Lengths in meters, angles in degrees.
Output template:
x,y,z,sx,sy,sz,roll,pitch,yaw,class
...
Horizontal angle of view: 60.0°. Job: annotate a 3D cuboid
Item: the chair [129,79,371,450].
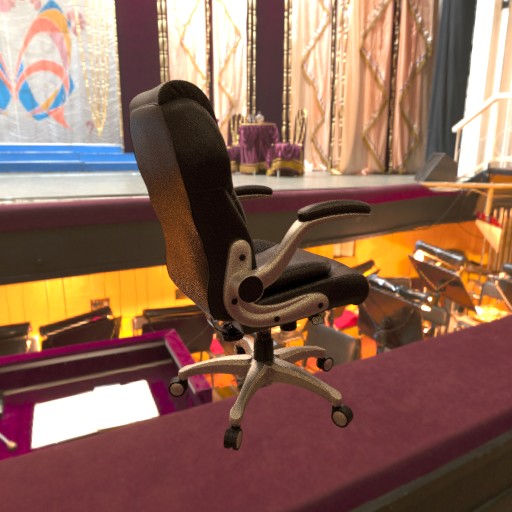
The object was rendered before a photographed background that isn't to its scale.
x,y,z,sx,sy,sz,roll,pitch,yaw,class
0.000,0.000,1.643,0.801,1.141,0.724,-7,15,-26,chair
